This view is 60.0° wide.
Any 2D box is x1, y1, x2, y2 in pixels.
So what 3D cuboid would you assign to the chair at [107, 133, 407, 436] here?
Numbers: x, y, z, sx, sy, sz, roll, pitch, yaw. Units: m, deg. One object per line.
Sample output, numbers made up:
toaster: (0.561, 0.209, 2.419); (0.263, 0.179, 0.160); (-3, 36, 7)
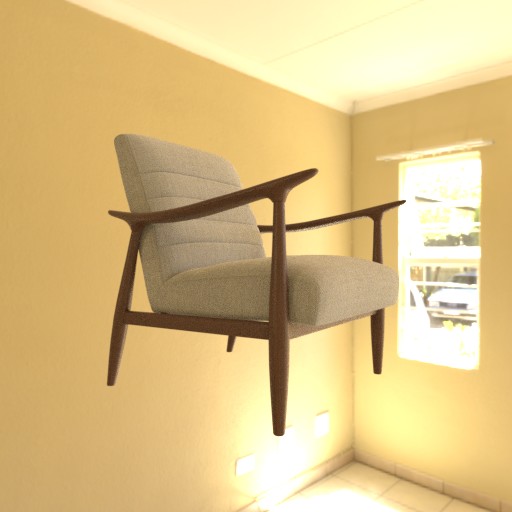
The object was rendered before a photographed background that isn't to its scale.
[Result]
chair: (0.000, 0.000, 1.472); (0.798, 0.832, 0.741); (0, 0, 35)
